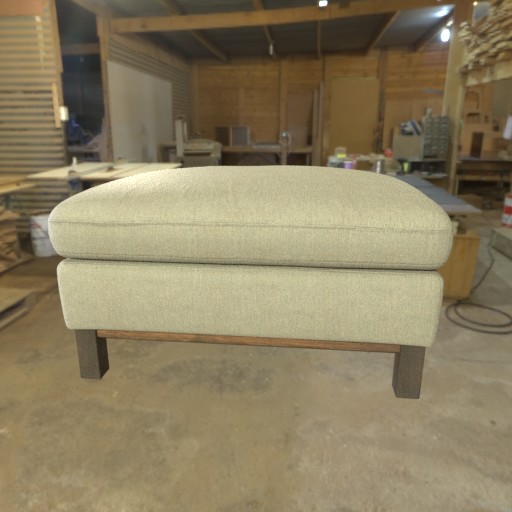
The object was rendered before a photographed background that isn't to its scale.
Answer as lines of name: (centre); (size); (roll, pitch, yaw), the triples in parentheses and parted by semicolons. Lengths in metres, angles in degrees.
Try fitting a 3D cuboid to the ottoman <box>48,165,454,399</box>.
ottoman: (0.000, 0.000, 1.033); (0.735, 0.404, 0.528); (2, 17, 6)
